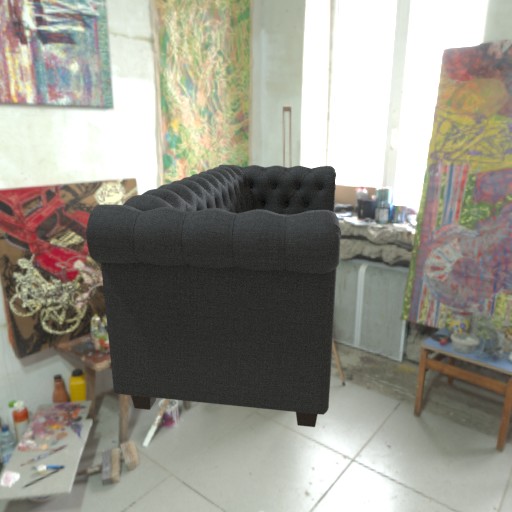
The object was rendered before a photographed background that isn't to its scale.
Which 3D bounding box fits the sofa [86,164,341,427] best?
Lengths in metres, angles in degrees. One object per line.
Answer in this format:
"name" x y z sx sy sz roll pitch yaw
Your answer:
"sofa" 0.000 0.000 2.230 0.783 0.797 1.798 3 16 9
